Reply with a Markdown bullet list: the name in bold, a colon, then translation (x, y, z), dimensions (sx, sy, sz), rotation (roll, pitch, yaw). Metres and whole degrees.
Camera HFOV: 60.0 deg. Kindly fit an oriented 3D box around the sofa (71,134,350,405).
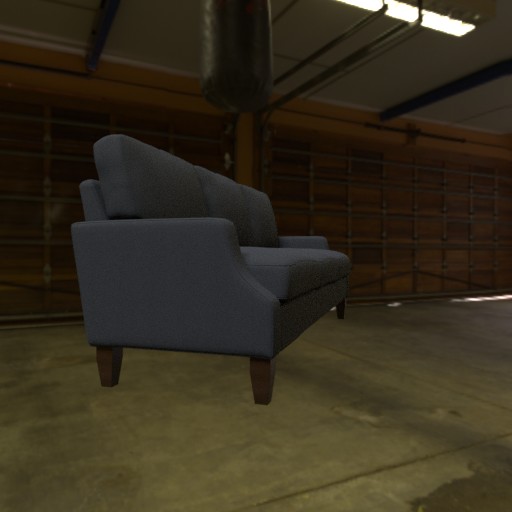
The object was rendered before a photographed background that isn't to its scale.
- **sofa**: translation (0.000, 0.000, 2.578), dimensions (0.888, 0.984, 2.115), rotation (0, 1, 18)
